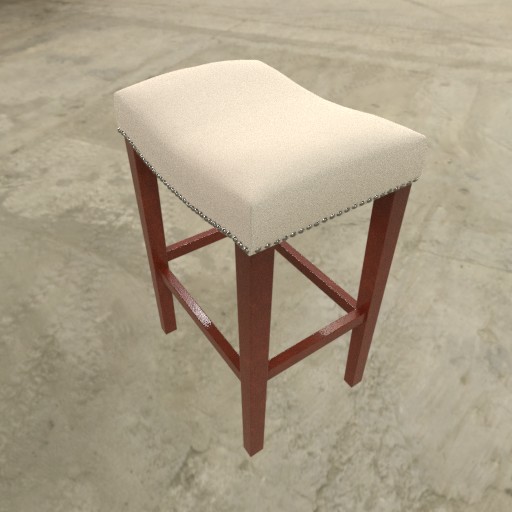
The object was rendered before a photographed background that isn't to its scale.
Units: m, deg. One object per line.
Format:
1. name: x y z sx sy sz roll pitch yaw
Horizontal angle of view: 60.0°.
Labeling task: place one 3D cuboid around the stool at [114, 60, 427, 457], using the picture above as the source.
1. stool: 0.000 0.000 1.032 0.372 0.742 0.504 -24 46 -26
